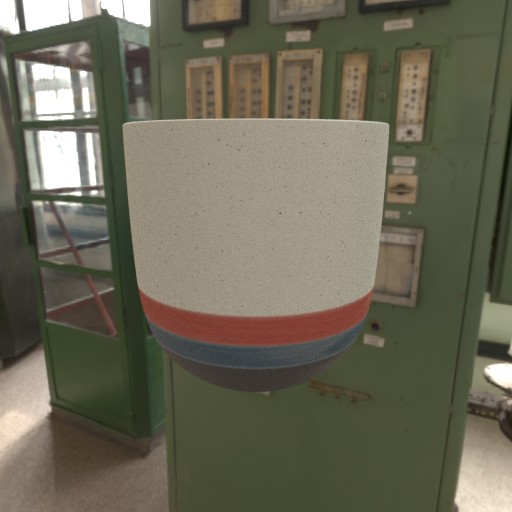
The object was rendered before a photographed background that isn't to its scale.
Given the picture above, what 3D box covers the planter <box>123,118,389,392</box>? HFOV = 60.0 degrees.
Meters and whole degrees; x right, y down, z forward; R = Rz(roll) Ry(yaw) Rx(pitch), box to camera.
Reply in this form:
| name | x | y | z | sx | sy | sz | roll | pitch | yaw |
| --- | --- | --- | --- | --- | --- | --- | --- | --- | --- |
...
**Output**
| name | x | y | z | sx | sy | sz | roll | pitch | yaw |
| --- | --- | --- | --- | --- | --- | --- | --- | --- | --- |
| planter | 0.000 | 0.000 | 0.378 | 0.204 | 0.214 | 0.204 | 0 | 14 | 0 |
